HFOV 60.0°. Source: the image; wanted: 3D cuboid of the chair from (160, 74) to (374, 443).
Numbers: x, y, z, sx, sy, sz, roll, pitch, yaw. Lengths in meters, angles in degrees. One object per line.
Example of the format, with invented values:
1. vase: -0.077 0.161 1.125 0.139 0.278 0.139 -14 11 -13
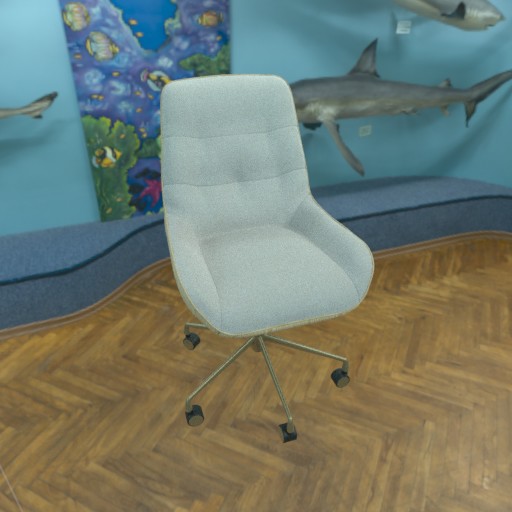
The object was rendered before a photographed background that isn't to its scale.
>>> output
1. chair: 0.000 0.000 1.359 0.564 0.952 0.668 -10 32 -16
